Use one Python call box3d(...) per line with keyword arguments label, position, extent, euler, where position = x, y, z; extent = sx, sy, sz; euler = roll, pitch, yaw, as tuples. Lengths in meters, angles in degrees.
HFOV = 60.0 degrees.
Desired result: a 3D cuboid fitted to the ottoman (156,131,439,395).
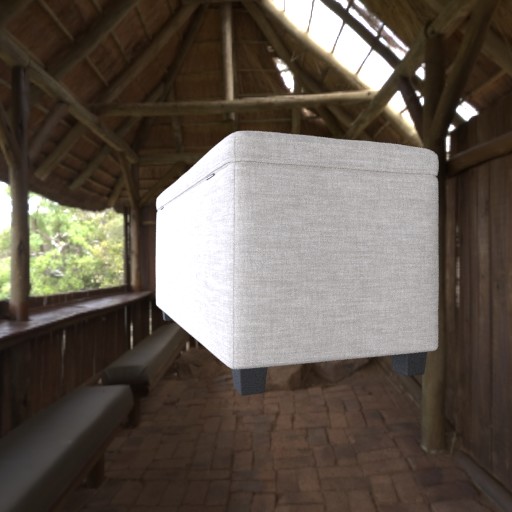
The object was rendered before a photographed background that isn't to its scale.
box3d(label="ottoman", position=(0.000, 0.000, 1.151), extent=(0.419, 0.432, 0.902), euler=(0, 1, -20))
